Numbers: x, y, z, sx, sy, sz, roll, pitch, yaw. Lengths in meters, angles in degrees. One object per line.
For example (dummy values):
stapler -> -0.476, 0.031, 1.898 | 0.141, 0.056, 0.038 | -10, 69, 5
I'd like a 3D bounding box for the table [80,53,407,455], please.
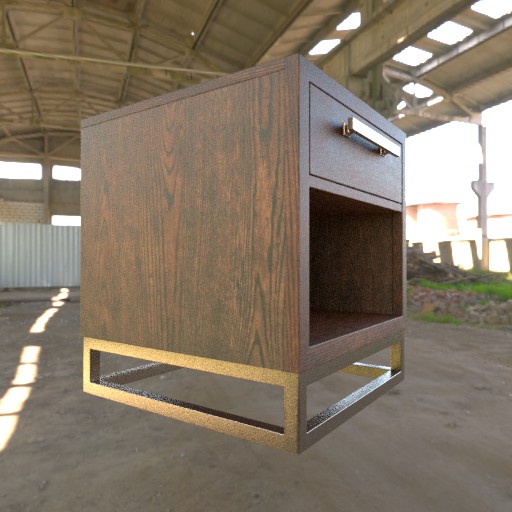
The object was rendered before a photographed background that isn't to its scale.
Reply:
table -> 0.000, 0.000, 0.991 | 0.566, 0.582, 0.506 | 0, -1, 36
